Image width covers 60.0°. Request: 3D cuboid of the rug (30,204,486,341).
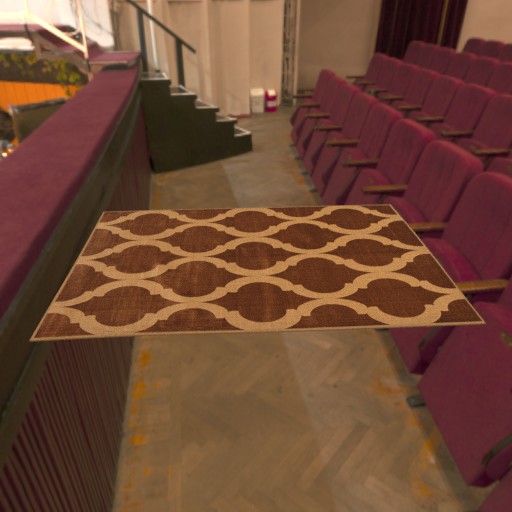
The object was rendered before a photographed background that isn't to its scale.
[{"bbox_3d":[0.000,0.000,2.861,2.290,0.014,1.526,-2,30,-3],"label":"rug"}]
